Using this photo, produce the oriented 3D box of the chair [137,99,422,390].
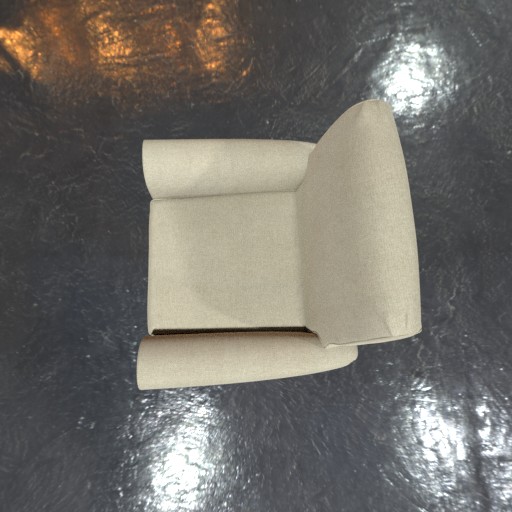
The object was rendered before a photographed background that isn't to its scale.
[{"bbox_3d":[0.000,0.000,1.757,0.905,1.061,0.978,-2,75,-1],"label":"chair"}]
